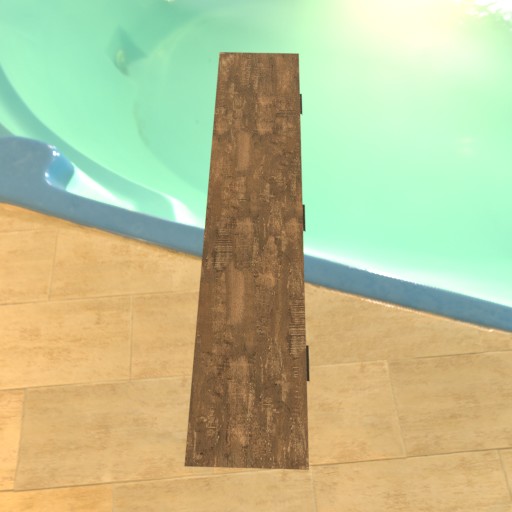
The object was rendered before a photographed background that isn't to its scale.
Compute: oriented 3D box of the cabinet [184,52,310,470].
[{"bbox_3d":[0.000,0.000,2.086,0.395,0.762,1.800,1,65,1],"label":"cabinet"}]
